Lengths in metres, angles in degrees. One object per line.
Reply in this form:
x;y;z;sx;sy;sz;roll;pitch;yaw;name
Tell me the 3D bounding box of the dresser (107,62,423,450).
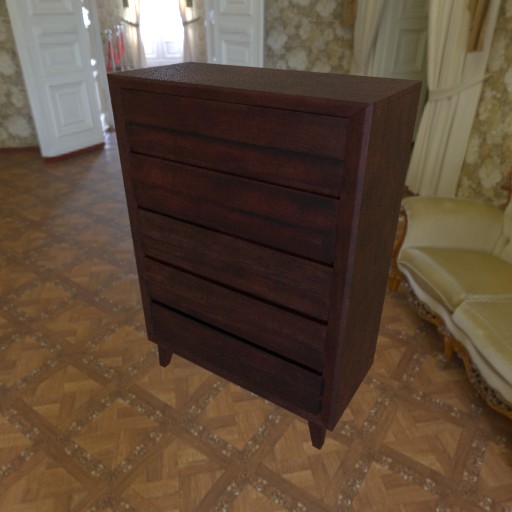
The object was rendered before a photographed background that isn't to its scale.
0.000;0.000;2.006;1.072;1.514;0.506;18;34;28;dresser
